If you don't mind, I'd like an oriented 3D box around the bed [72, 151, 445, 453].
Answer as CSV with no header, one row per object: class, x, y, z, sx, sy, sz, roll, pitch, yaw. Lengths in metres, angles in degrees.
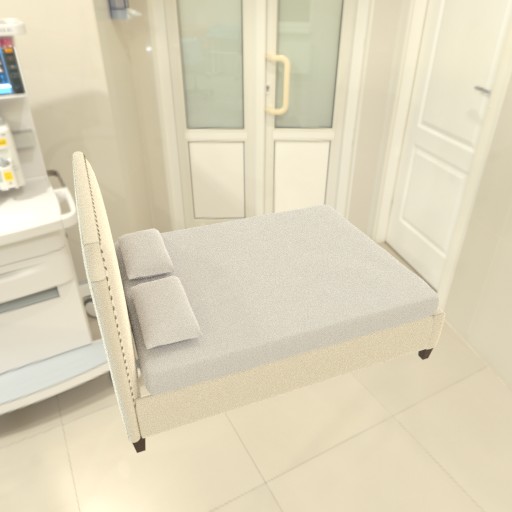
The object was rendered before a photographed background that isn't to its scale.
bed,0.000,0.000,3.413,2.372,1.497,1.712,-12,34,-18
